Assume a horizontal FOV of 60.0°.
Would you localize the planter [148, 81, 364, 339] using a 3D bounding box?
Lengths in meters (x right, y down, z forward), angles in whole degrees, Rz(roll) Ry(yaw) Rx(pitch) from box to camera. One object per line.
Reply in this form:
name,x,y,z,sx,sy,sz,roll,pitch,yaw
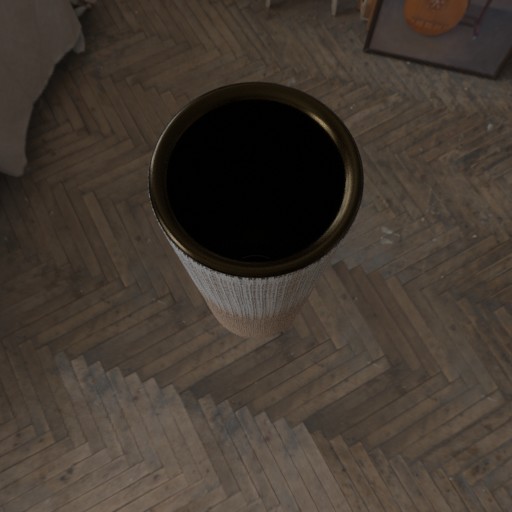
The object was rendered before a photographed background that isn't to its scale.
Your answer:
planter,0.000,0.000,0.334,0.099,0.278,0.099,-22,75,-6
